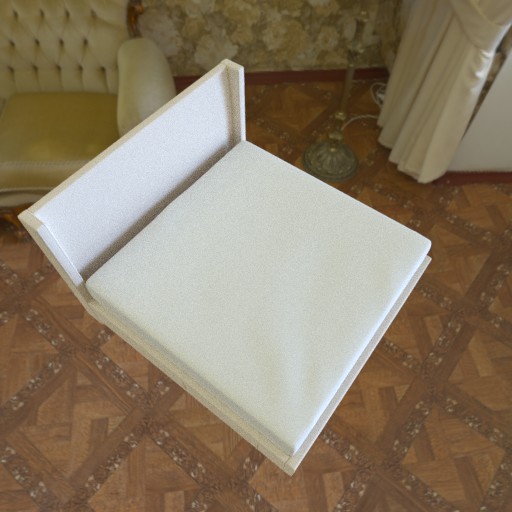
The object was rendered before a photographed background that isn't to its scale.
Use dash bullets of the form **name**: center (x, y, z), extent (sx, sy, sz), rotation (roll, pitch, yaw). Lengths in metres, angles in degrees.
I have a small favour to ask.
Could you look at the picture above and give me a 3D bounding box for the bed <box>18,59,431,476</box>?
- **bed**: center (0.000, 0.000, 3.571), extent (2.293, 1.471, 2.145), rotation (33, 63, 19)
